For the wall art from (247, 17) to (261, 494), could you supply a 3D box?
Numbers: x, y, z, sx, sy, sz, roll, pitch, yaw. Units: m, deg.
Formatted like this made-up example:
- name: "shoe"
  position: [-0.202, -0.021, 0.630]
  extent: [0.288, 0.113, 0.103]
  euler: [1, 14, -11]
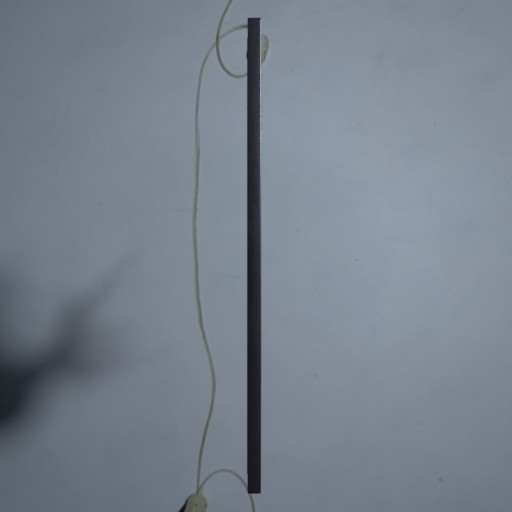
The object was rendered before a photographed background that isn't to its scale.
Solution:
- name: "wall art"
  position: [0.000, 0.000, 0.563]
  extent: [0.013, 0.306, 0.440]
  euler: [0, 90, 1]
